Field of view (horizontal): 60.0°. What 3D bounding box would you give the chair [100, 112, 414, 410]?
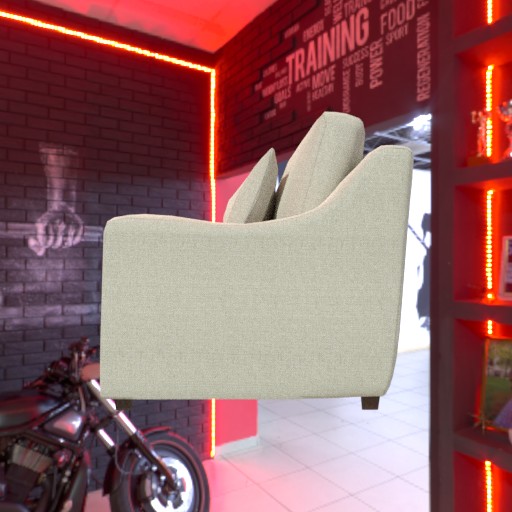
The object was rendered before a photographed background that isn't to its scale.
[{"bbox_3d":[0.000,0.000,1.969,1.009,1.016,1.178,0,-1,0],"label":"chair"}]
